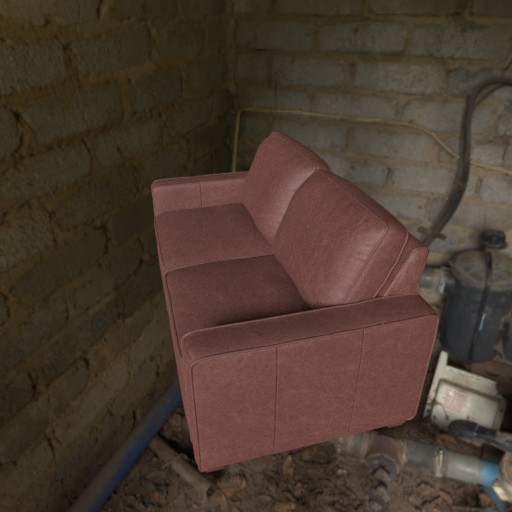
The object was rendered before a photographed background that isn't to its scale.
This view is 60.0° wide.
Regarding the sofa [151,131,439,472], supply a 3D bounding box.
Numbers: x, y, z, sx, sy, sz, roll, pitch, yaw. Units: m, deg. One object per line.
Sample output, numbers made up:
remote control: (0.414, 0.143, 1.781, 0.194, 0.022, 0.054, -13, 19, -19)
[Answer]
sofa: (0.000, 0.000, 2.262, 0.947, 0.918, 1.709, -8, 31, -13)
